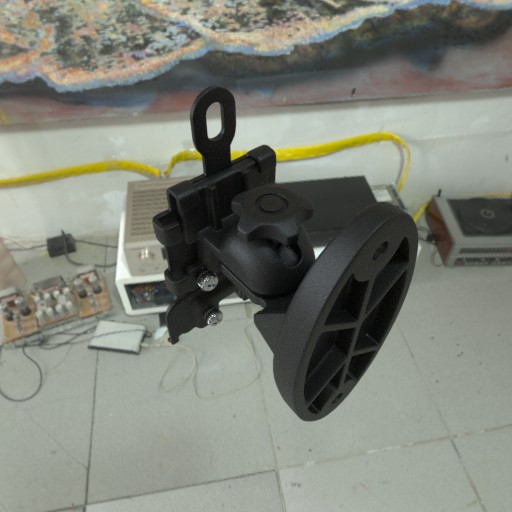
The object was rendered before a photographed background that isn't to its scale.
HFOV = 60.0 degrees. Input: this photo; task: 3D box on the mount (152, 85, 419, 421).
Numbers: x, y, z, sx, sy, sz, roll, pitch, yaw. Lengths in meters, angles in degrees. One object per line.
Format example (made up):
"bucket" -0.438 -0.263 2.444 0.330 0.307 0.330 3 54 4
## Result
"mount" 0.000 0.000 0.170 0.066 0.118 0.100 -31 54 -26
